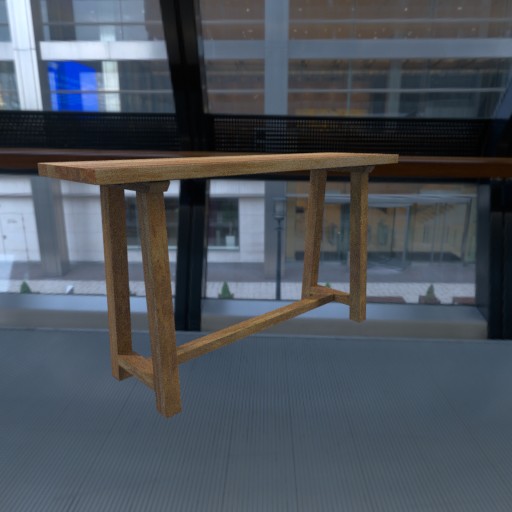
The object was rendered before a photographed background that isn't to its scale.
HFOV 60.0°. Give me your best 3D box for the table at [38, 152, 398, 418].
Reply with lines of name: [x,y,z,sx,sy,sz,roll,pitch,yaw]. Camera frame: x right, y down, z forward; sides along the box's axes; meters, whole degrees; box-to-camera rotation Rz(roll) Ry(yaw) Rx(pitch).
table: [0.000,0.000,1.873,1.524,0.810,0.405,-14,20,-42]
